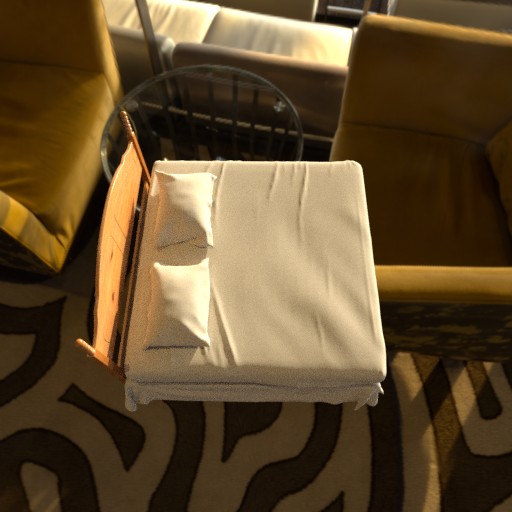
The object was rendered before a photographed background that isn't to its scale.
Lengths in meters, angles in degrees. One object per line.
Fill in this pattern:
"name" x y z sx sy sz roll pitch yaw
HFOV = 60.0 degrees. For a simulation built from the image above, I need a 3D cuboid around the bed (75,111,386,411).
"bed" 0.000 0.000 3.701 2.219 1.355 2.322 1 63 0
